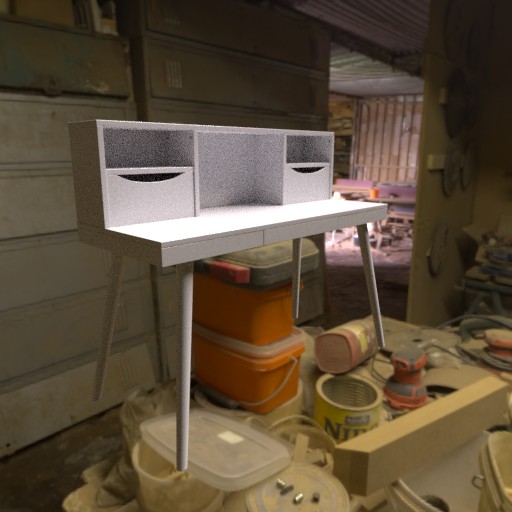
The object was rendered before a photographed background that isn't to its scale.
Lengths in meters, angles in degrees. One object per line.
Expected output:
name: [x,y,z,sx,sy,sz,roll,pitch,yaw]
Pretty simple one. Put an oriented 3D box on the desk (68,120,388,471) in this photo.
desk: [0.000,0.000,1.769,0.559,0.990,1.199,13,18,43]
